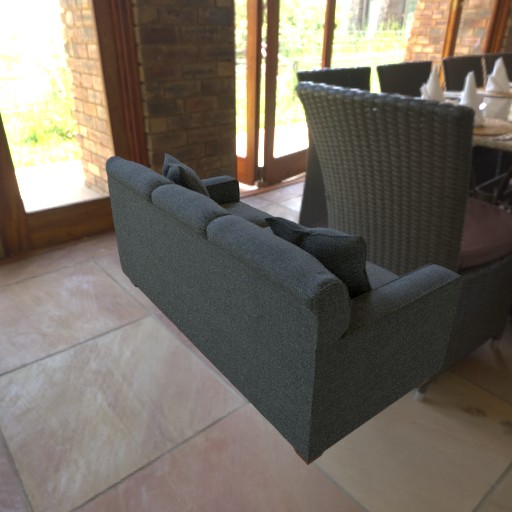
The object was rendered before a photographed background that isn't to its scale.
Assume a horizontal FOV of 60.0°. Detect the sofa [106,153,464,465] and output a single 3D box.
[{"bbox_3d":[0.000,0.000,2.593,0.997,0.958,2.024,-19,32,-32],"label":"sofa"}]
